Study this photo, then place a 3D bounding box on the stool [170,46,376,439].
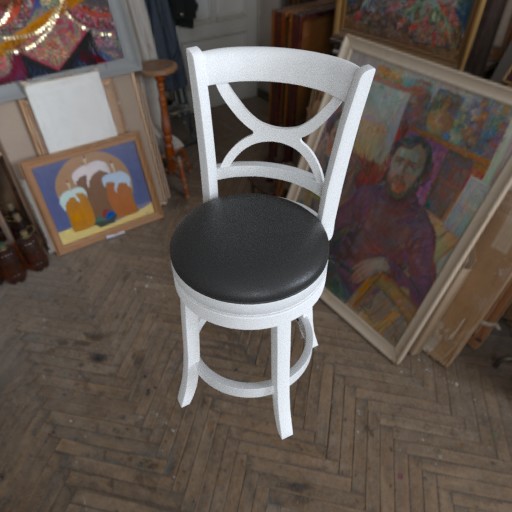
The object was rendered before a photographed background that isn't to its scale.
[{"bbox_3d":[0.000,0.000,1.212,0.444,0.953,0.508,12,43,14],"label":"stool"}]
